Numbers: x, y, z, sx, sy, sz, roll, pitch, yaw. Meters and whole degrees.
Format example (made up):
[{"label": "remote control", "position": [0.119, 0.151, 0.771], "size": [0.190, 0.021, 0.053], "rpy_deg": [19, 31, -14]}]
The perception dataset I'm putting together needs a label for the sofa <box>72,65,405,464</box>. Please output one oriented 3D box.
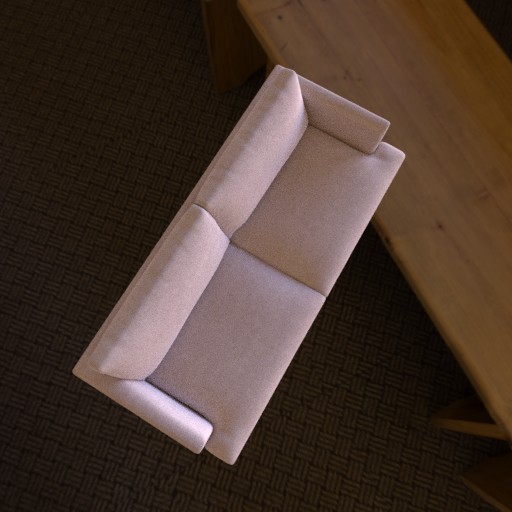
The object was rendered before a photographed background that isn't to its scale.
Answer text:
[{"label": "sofa", "position": [0.000, 0.000, 2.776], "size": [1.020, 0.868, 2.250], "rpy_deg": [30, 78, 7]}]
